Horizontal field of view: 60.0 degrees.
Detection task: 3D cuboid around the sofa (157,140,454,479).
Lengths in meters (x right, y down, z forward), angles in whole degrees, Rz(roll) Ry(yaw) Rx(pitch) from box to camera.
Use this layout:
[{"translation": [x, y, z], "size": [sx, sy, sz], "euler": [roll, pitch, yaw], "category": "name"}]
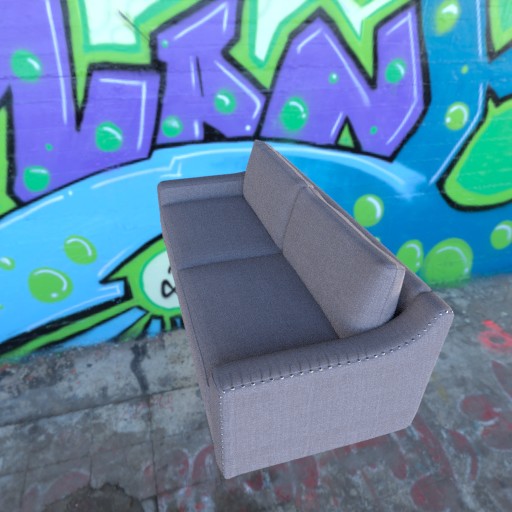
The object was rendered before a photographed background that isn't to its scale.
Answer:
[{"translation": [0.000, 0.000, 2.675], "size": [1.000, 0.857, 2.208], "euler": [-8, 32, -14], "category": "sofa"}]
